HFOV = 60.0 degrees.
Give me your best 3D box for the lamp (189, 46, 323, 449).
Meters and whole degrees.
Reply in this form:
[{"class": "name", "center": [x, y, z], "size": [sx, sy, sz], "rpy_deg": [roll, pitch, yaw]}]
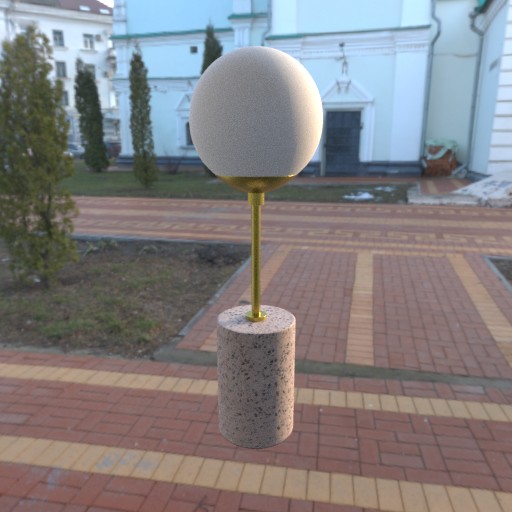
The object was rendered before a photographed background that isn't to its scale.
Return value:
[{"class": "lamp", "center": [0.000, 0.000, 0.553], "size": [0.153, 0.480, 0.153], "rpy_deg": [0, 14, 0]}]
